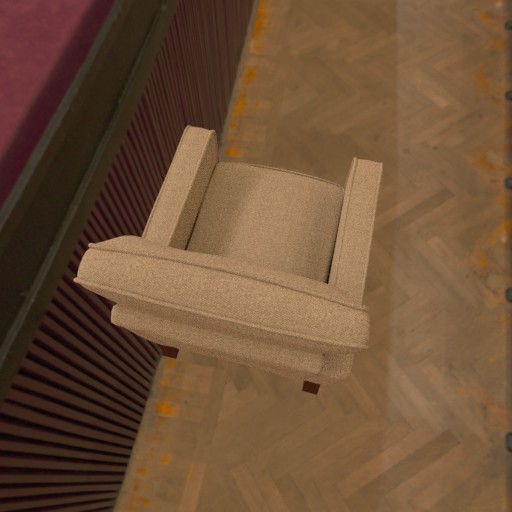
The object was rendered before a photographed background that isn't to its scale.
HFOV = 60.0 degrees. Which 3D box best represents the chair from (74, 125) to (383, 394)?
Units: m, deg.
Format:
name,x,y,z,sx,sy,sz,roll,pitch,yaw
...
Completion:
name,x,y,z,sx,sy,sz,roll,pitch,yaw
chair,0.000,0.000,1.354,0.648,0.888,0.754,13,64,6
